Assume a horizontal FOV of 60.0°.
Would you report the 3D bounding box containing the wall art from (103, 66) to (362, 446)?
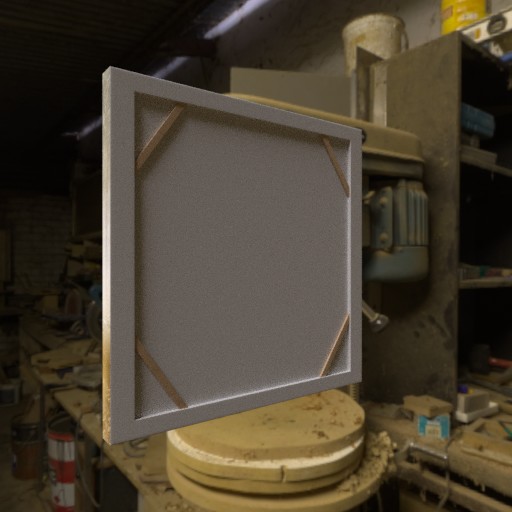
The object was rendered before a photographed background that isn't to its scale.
[{"bbox_3d":[0.000,0.000,0.907,0.610,0.610,0.038,0,0,-36],"label":"wall art"}]
